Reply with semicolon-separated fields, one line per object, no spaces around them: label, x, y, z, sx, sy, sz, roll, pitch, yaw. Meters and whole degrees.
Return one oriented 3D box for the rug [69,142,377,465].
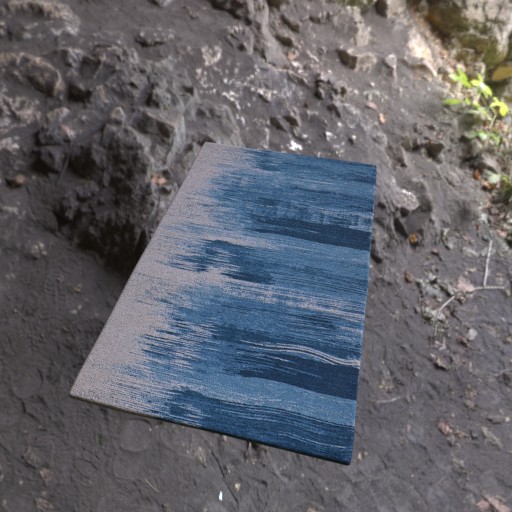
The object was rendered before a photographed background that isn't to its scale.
rug;0.000;0.000;3.054;1.540;0.027;2.450;10;49;9
